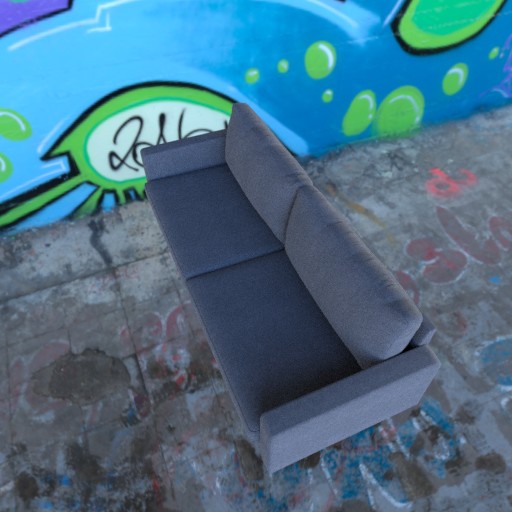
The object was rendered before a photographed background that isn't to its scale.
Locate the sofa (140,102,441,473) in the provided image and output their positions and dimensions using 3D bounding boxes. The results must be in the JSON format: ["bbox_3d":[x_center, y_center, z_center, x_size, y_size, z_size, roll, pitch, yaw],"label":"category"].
[{"bbox_3d":[0.000,0.000,2.588,0.880,0.880,2.100,-18,50,-16],"label":"sofa"}]
